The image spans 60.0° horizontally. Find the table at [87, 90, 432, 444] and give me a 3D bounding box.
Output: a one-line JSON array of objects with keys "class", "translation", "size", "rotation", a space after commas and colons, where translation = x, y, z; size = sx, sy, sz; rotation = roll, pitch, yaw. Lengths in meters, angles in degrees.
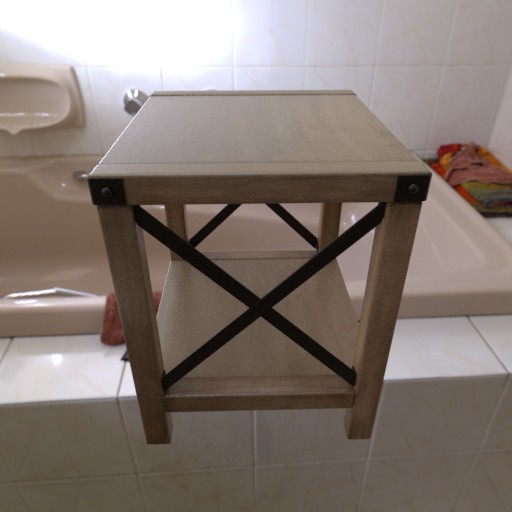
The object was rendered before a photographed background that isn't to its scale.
[{"class": "table", "translation": [0.000, 0.000, 0.925], "size": [0.459, 0.561, 0.510], "rotation": [-1, 32, -1]}]
